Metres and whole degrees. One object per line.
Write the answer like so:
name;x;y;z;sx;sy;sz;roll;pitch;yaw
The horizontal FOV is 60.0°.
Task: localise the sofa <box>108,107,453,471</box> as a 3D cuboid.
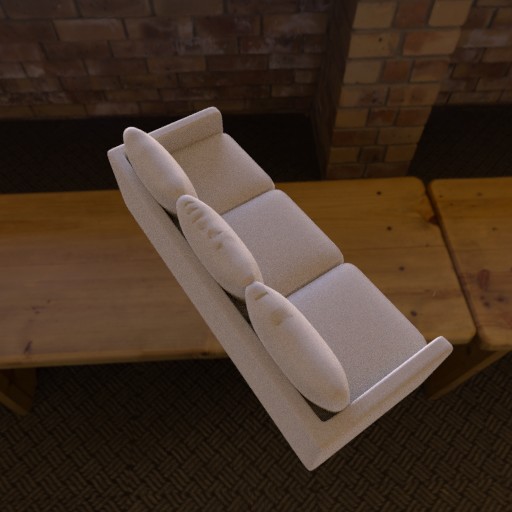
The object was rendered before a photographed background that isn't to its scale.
sofa;0.000;0.000;2.692;0.859;0.874;2.218;-30;61;-18
